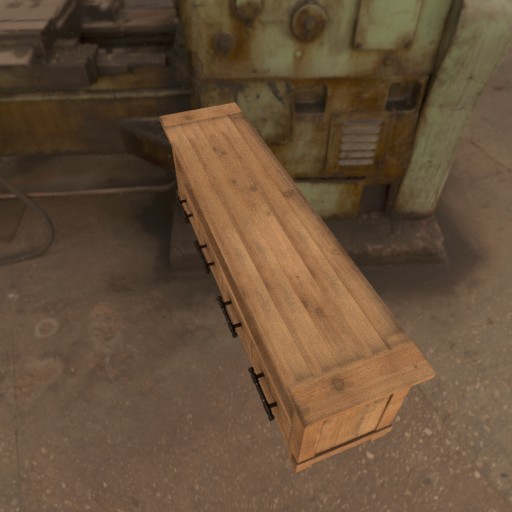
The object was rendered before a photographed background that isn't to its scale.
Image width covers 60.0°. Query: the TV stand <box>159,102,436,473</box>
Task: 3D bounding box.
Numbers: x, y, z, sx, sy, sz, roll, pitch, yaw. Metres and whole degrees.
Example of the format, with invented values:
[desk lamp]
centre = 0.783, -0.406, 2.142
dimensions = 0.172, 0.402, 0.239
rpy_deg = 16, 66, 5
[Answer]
[TV stand]
centre = 0.000, 0.000, 2.047
dimensions = 0.453, 0.573, 1.804
rpy_deg = -16, 48, -15
